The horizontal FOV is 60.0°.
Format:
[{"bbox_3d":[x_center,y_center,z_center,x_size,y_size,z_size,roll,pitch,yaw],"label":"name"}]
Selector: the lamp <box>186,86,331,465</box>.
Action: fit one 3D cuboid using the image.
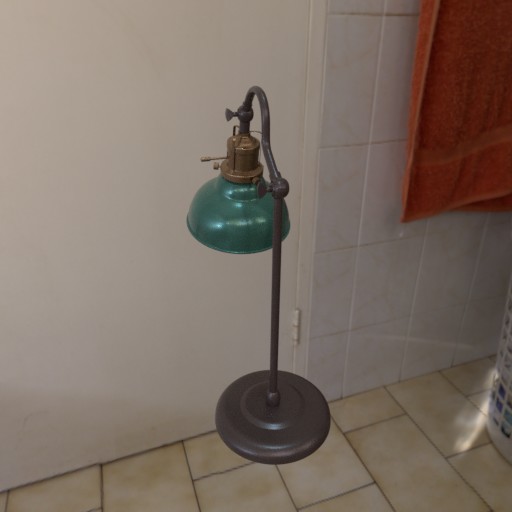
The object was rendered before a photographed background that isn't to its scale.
[{"bbox_3d":[0.000,0.000,0.705,0.192,0.508,0.374,-8,28,-16],"label":"lamp"}]
